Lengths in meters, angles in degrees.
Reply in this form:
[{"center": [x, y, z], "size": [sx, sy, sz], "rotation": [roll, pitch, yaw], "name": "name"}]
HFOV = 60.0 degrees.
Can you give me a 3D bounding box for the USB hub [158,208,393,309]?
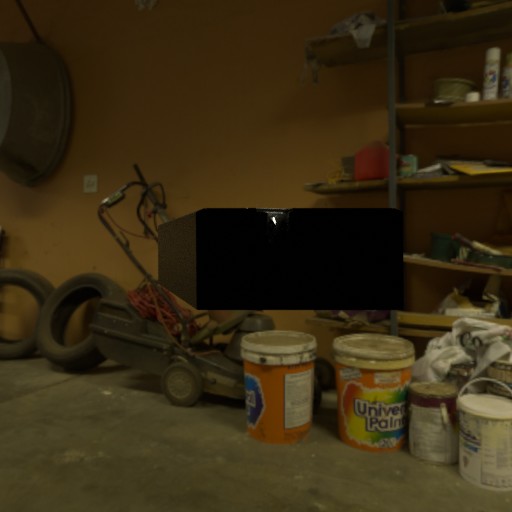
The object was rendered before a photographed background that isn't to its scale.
[{"center": [0.000, 0.000, 0.129], "size": [0.044, 0.023, 0.110], "rotation": [0, 1, -19], "name": "USB hub"}]
